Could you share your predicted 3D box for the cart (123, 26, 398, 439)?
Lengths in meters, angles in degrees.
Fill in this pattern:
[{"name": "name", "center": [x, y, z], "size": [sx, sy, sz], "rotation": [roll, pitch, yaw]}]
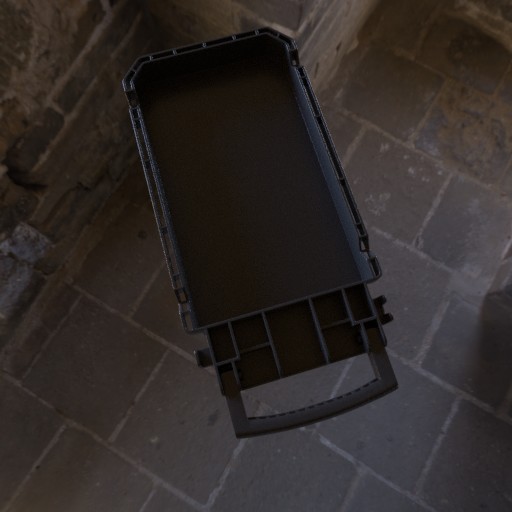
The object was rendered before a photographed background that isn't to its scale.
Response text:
[{"name": "cart", "center": [0.000, 0.000, 1.545], "size": [0.497, 0.884, 1.061], "rotation": [-16, 75, -4]}]
